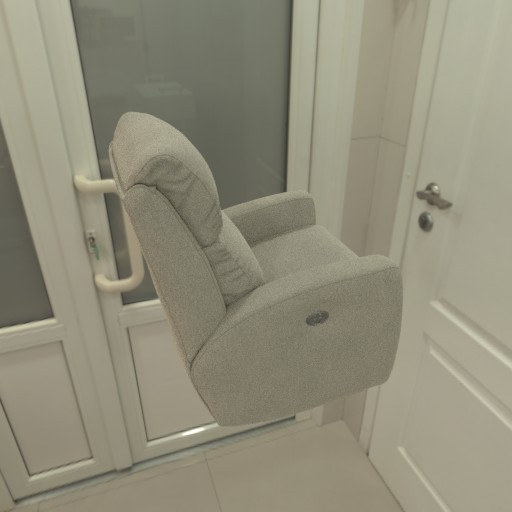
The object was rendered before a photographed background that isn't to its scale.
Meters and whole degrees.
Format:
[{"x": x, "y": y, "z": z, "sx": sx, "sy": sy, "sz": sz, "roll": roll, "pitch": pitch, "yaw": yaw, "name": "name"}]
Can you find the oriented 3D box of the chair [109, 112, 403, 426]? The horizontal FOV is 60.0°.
[{"x": 0.000, "y": 0.000, "z": 1.689, "sx": 0.940, "sy": 1.021, "sz": 0.794, "roll": -10, "pitch": 30, "yaw": -17, "name": "chair"}]
